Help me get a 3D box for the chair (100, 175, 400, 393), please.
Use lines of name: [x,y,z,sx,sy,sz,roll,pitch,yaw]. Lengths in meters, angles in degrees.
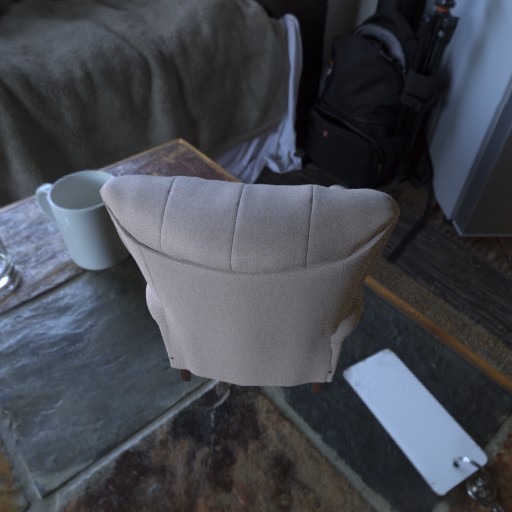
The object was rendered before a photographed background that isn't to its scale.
chair: [0.000,0.000,1.954,0.942,1.209,1.025,4,47,4]
